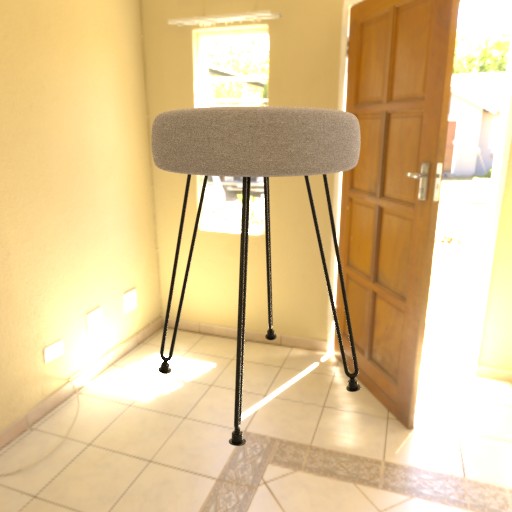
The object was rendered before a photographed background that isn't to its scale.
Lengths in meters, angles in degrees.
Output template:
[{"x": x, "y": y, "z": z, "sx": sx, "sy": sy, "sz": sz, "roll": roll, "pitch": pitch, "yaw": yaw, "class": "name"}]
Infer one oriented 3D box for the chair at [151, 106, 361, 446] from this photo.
[{"x": 0.000, "y": 0.000, "z": 0.700, "sx": 0.350, "sy": 0.440, "sz": 0.350, "roll": 3, "pitch": 16, "yaw": 9, "class": "chair"}]
